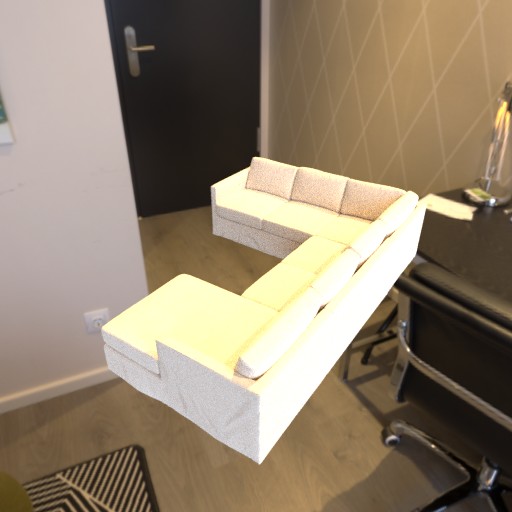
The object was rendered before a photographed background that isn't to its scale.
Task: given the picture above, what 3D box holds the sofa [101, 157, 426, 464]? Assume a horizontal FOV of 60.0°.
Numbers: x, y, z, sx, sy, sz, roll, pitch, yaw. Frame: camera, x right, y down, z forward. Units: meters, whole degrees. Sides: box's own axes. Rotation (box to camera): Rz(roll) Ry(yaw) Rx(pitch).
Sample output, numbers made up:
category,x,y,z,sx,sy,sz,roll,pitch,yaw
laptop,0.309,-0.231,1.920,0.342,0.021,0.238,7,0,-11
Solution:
category,x,y,z,sx,sy,sz,roll,pitch,yaw
sofa,0.000,0.000,4.629,2.427,0.882,3.460,20,36,29
